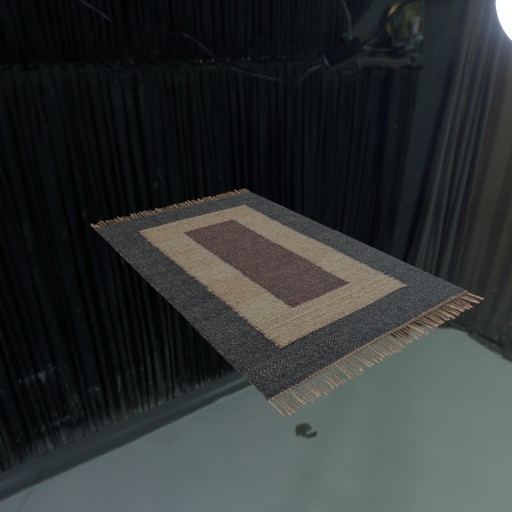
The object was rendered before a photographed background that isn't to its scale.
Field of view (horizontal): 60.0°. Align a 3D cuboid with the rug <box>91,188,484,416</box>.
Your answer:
[{"bbox_3d":[0.000,0.000,2.499,1.224,0.027,2.021,-18,32,-32],"label":"rug"}]
